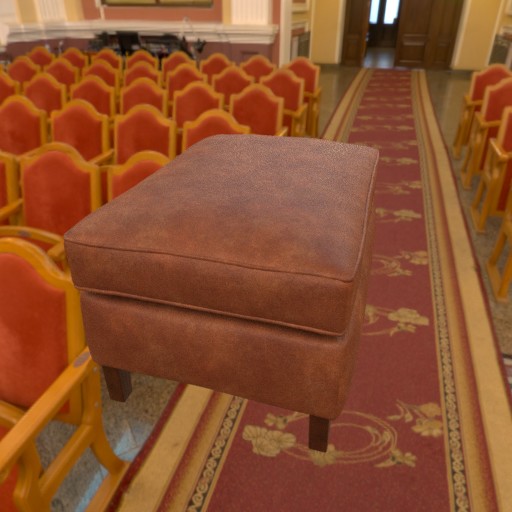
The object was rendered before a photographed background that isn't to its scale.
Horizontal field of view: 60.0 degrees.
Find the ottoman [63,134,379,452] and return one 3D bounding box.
[{"bbox_3d":[0.000,0.000,0.990,0.501,0.418,0.665,8,31,14],"label":"ottoman"}]
